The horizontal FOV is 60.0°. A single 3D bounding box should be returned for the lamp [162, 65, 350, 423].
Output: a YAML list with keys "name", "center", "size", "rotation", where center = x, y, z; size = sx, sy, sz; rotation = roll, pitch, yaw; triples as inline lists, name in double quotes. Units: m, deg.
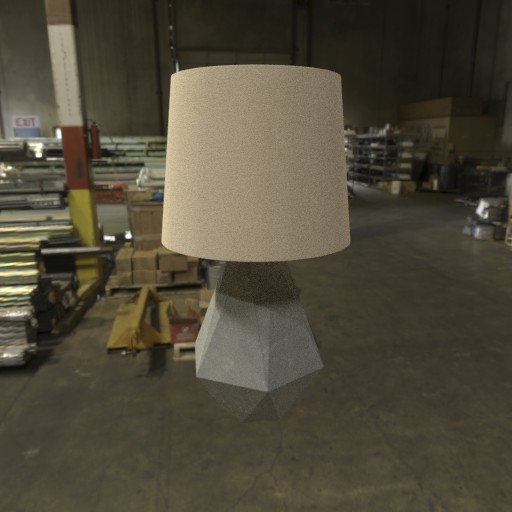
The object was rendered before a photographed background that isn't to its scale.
- name: "lamp"
  center: [0.000, 0.000, 0.669]
  size: [0.276, 0.501, 0.276]
  rotation: [0, 15, 0]
